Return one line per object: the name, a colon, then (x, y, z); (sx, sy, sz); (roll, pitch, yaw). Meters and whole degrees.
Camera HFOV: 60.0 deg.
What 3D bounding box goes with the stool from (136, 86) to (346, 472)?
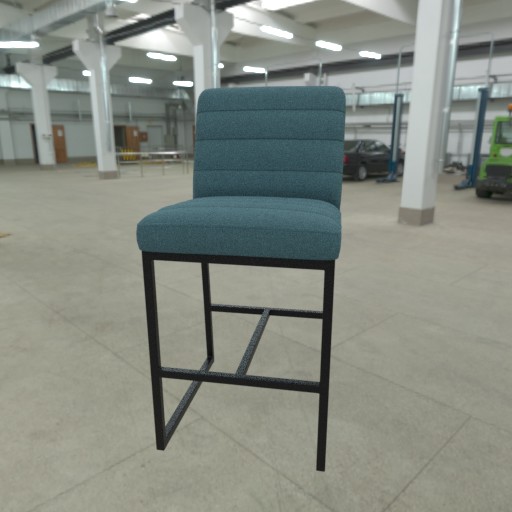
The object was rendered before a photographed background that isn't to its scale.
stool: (0.000, 0.000, 1.244); (0.460, 0.940, 0.560); (3, 15, 10)
